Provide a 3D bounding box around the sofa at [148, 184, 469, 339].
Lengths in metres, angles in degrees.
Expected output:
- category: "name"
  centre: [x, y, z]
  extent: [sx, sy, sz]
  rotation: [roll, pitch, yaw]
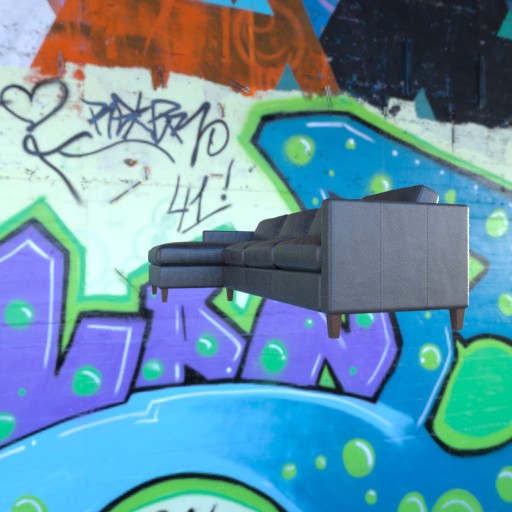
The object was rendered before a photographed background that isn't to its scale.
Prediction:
- category: "sofa"
  centre: [0.000, 0.000, 3.873]
  extent: [1.581, 0.883, 3.203]
  rotation: [0, 0, -19]
